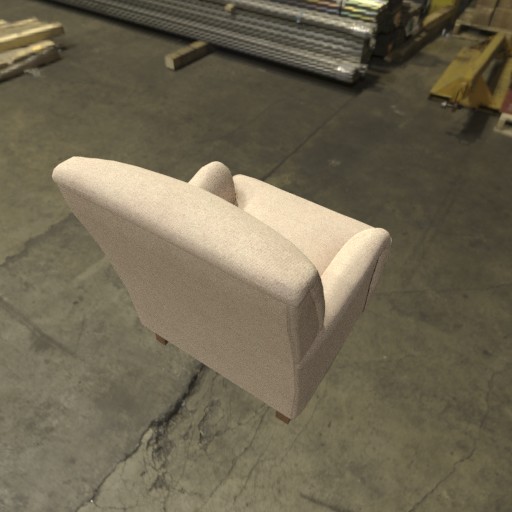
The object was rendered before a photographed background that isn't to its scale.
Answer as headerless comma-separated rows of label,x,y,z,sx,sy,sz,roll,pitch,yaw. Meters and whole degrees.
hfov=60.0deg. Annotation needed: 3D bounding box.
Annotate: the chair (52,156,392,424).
chair,0.000,0.000,1.792,0.879,1.119,0.953,26,52,22
